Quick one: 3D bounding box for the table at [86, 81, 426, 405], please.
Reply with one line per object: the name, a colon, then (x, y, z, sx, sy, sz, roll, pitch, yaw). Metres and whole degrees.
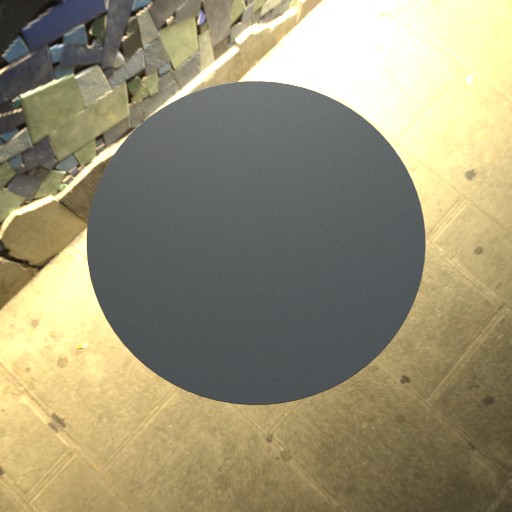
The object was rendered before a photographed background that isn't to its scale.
table: (0.000, 0.000, 0.983, 0.600, 0.405, 0.600, 0, 75, 0)
